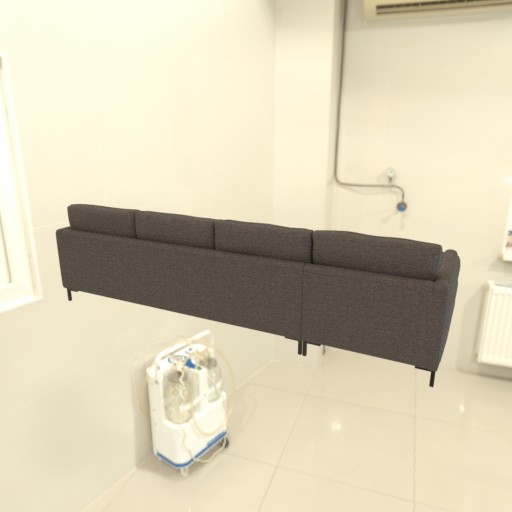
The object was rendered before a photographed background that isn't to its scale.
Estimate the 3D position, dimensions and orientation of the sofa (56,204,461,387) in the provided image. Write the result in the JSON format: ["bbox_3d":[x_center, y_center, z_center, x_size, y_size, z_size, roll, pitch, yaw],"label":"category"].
[{"bbox_3d":[0.000,0.000,3.267,2.731,0.754,1.258,8,19,25],"label":"sofa"}]
